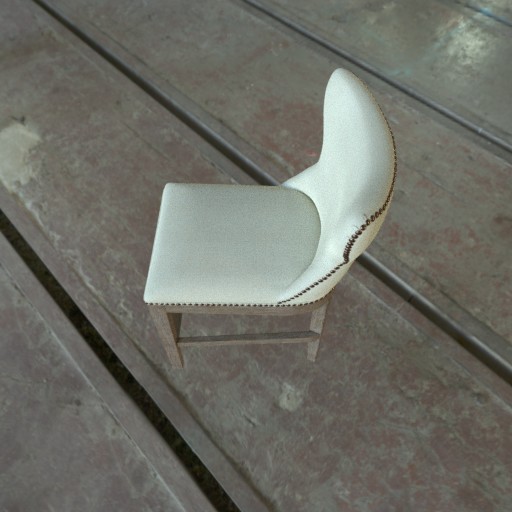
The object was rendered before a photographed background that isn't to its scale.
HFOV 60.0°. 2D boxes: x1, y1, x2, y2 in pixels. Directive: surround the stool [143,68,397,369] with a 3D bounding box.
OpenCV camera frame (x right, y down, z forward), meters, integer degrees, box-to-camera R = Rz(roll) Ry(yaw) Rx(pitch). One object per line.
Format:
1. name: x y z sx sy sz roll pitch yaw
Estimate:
1. stool: 0.000 0.000 1.352 0.608 0.981 0.498 1 57 1
